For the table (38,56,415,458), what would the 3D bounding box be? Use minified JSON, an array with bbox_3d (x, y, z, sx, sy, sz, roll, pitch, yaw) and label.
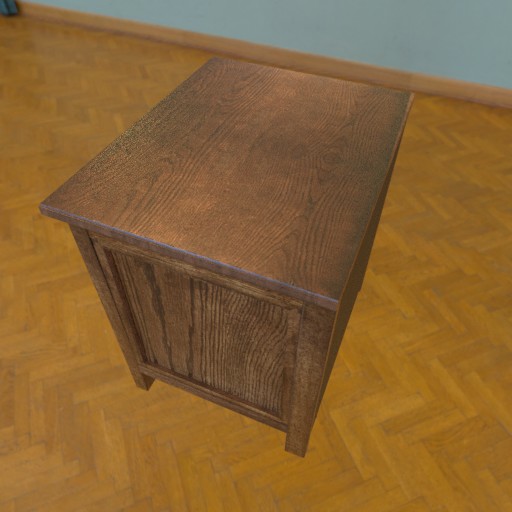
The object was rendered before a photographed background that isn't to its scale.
[{"bbox_3d":[0.000,0.000,0.997,0.461,0.597,0.586,17,49,16],"label":"table"}]
